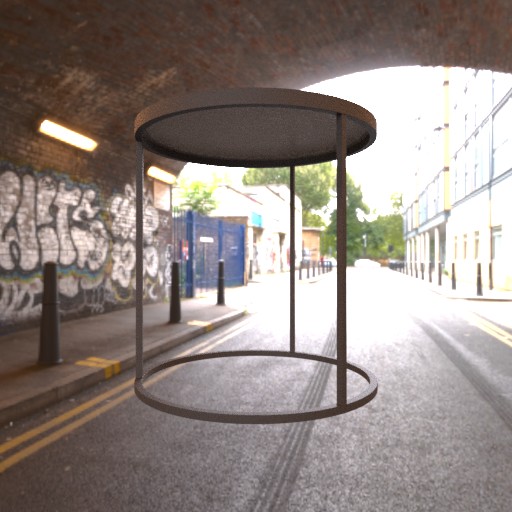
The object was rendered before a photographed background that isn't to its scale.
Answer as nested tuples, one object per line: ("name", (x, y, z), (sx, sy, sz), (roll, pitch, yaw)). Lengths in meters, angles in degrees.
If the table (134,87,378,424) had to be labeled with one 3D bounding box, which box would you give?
("table", (0.000, 0.000, 0.889), (0.470, 0.498, 0.470), (0, 0, 0))
